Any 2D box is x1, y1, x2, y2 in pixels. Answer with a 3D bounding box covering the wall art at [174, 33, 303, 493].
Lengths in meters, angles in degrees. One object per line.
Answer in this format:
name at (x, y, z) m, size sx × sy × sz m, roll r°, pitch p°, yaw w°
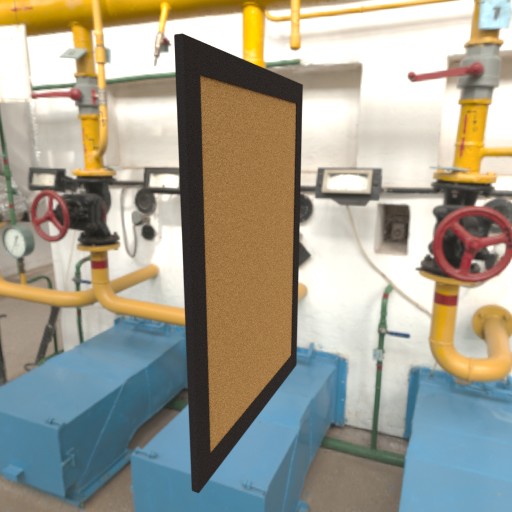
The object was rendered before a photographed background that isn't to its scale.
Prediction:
wall art at (0.000, 0.000, 0.661) m, size 0.012 × 0.529 × 0.374 m, roll 6°, pitch 14°, yaw 23°
